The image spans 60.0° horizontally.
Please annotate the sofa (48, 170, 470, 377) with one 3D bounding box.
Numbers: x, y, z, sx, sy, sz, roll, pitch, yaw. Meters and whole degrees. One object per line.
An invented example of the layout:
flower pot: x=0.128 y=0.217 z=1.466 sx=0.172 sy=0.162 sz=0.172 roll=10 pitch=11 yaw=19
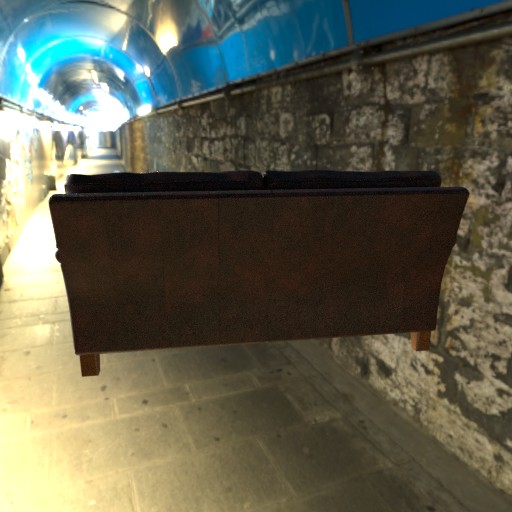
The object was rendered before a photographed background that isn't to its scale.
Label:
sofa: x=0.000 y=0.000 z=2.742 sx=2.144 sy=1.071 sz=1.147 roll=-2 pitch=15 yaw=-9
